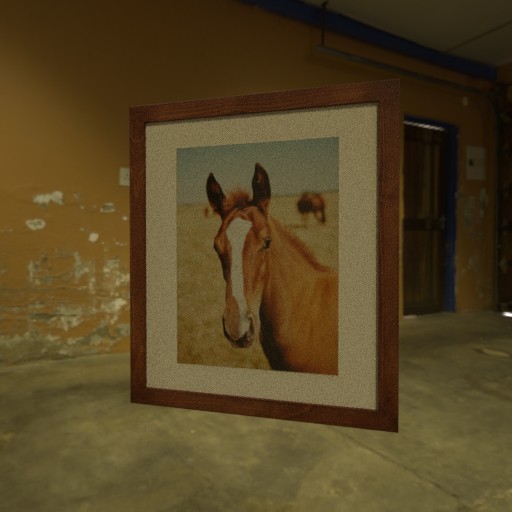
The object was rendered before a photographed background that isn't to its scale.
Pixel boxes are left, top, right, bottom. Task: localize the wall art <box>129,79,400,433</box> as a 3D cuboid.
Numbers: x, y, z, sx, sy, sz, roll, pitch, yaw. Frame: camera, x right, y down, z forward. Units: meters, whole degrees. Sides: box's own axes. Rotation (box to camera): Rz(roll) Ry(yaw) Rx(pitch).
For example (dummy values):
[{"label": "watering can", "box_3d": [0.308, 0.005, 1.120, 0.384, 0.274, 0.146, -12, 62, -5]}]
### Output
[{"label": "wall art", "box_3d": [0.000, 0.000, 0.538, 0.330, 0.381, 0.030, 0, 1, 17]}]
